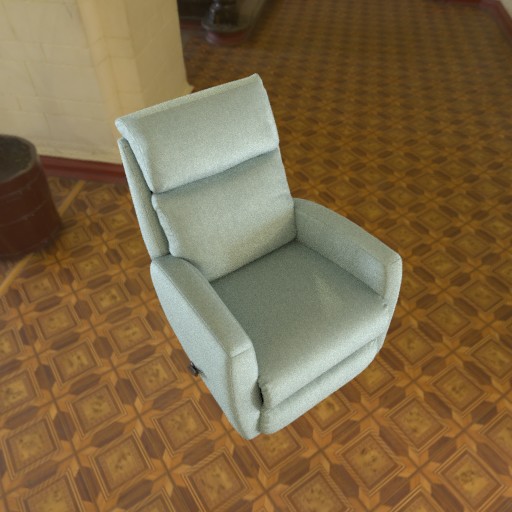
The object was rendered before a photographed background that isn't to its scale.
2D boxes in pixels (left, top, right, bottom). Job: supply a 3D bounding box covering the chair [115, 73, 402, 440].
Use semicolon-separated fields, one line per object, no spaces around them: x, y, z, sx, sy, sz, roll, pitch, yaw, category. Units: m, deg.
0.000;0.000;1.724;0.812;1.013;0.940;-27;52;-23;chair
